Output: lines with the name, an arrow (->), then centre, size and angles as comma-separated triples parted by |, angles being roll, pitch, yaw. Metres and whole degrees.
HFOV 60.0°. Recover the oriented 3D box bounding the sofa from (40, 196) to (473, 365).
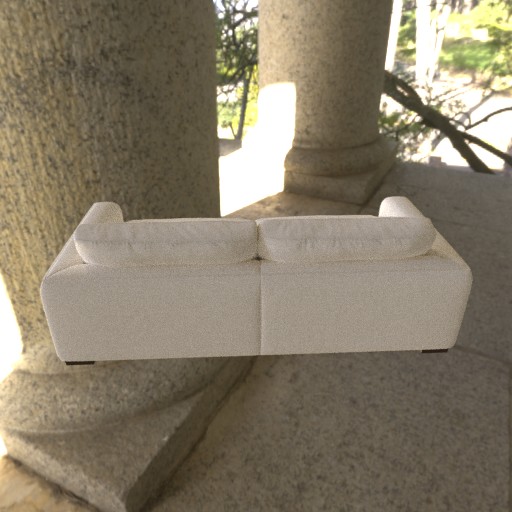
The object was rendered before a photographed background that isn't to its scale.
sofa -> 0.000, 0.000, 2.788 | 2.262, 0.801, 1.070 | -1, 30, -2
